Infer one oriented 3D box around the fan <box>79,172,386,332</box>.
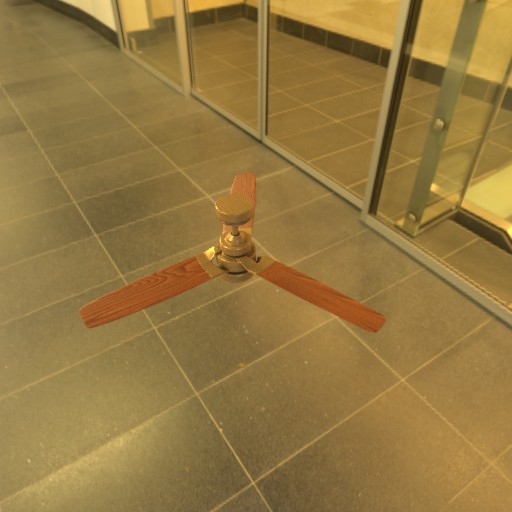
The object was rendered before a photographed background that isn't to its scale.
[{"bbox_3d":[0.000,0.000,2.076,1.271,0.425,1.416,26,47,27],"label":"fan"}]
